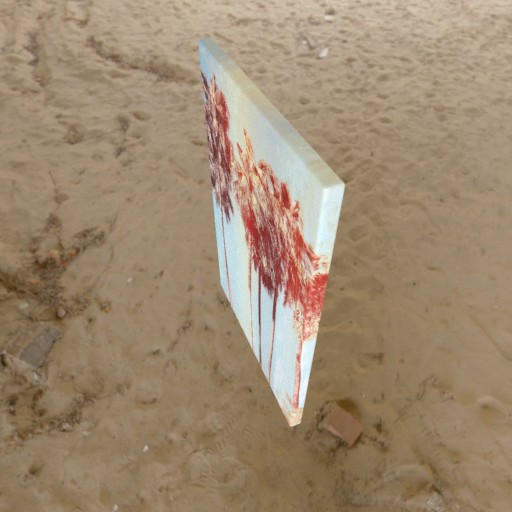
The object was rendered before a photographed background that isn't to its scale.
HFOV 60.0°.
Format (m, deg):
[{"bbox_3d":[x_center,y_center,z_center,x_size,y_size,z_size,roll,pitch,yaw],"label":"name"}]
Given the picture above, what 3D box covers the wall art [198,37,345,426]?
[{"bbox_3d":[0.000,0.000,1.194,0.037,0.915,0.605,-18,50,-16],"label":"wall art"}]
